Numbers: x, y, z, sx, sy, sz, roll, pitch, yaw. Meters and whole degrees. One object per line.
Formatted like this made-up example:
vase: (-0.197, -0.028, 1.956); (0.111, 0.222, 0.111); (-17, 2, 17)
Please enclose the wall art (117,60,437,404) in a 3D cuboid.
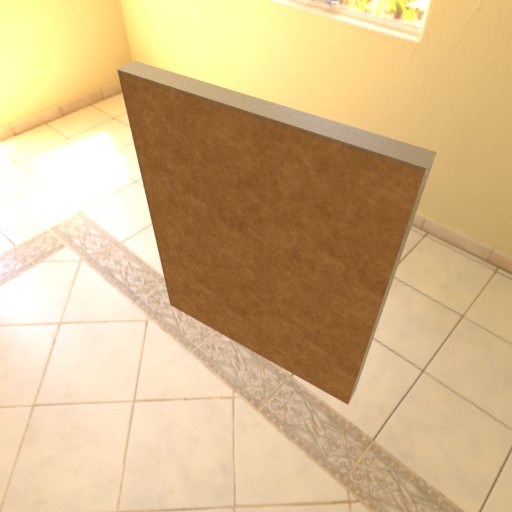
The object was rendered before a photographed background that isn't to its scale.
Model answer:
wall art: (0.000, 0.000, 0.765); (0.453, 0.554, 0.037); (25, 51, 22)
